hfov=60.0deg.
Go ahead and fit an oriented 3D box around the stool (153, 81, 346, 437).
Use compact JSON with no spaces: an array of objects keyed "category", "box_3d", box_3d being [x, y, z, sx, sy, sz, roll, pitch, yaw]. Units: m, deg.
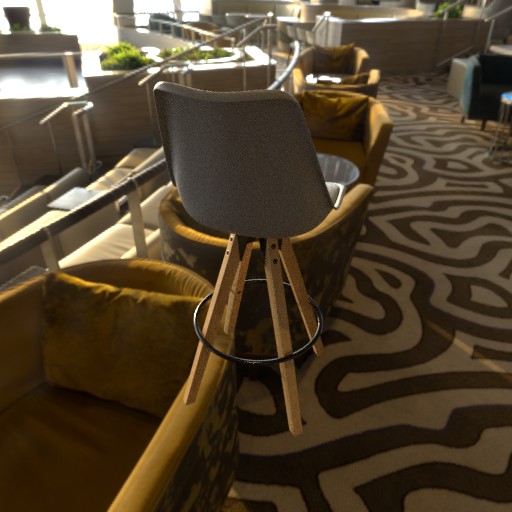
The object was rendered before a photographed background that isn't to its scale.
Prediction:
[{"category":"stool","box_3d":[0.000,0.000,1.395,0.485,1.115,0.550,10,34,16]}]
